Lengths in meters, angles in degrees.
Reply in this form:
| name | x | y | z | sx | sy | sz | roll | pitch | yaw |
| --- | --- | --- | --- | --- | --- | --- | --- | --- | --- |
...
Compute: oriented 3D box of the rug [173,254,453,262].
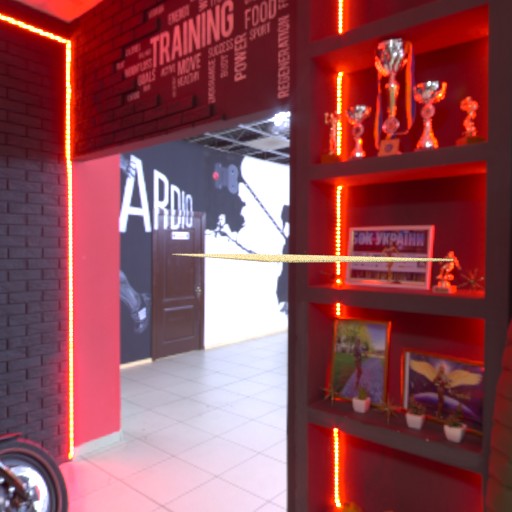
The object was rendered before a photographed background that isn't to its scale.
| name | x | y | z | sx | sy | sz | roll | pitch | yaw |
| --- | --- | --- | --- | --- | --- | --- | --- | --- | --- |
| rug | 0.000 | 0.000 | 2.615 | 0.686 | 0.006 | 2.437 | 0 | 1 | -18 |
